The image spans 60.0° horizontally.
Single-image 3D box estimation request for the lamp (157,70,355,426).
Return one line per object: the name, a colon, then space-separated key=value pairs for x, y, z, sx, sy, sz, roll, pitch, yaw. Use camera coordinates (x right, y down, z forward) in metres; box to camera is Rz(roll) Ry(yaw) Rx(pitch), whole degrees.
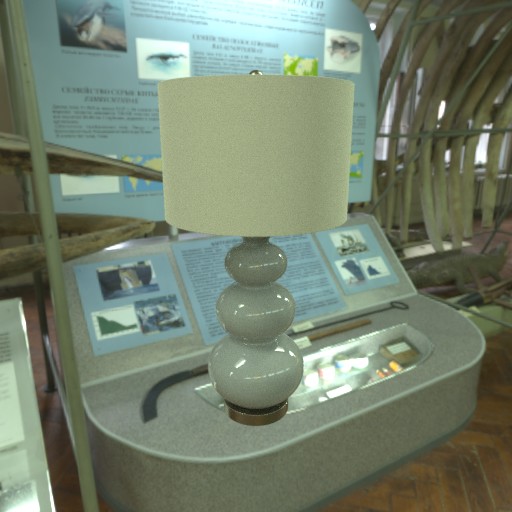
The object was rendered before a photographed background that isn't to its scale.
lamp: x=0.000 y=0.000 z=0.937 sx=0.367 sy=0.730 sz=0.367 roll=8 pitch=18 yaw=27
